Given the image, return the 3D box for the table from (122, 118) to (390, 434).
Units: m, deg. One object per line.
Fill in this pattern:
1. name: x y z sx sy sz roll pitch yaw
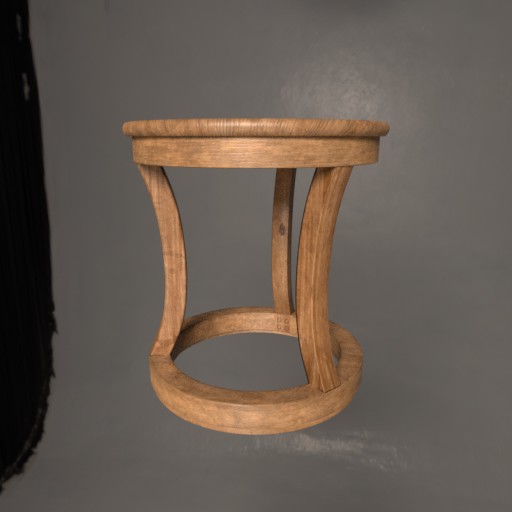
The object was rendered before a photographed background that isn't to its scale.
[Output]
1. table: 0.000 0.000 0.803 0.432 0.460 0.432 0 15 0
